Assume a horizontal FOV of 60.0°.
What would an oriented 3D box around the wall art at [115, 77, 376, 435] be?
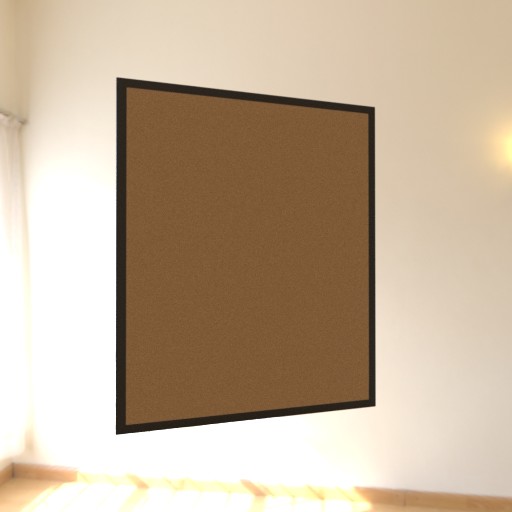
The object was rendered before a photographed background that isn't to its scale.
[{"bbox_3d":[0.000,0.000,0.797,0.481,0.582,0.018,0,-1,-17],"label":"wall art"}]
